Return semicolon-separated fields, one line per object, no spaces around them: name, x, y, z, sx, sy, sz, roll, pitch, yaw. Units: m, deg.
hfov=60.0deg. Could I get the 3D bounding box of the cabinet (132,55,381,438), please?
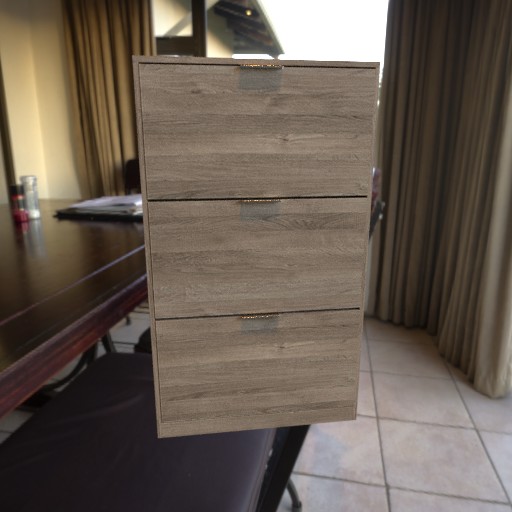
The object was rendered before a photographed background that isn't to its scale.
cabinet;0.000;0.000;1.596;0.750;1.280;0.250;-2;15;-8
